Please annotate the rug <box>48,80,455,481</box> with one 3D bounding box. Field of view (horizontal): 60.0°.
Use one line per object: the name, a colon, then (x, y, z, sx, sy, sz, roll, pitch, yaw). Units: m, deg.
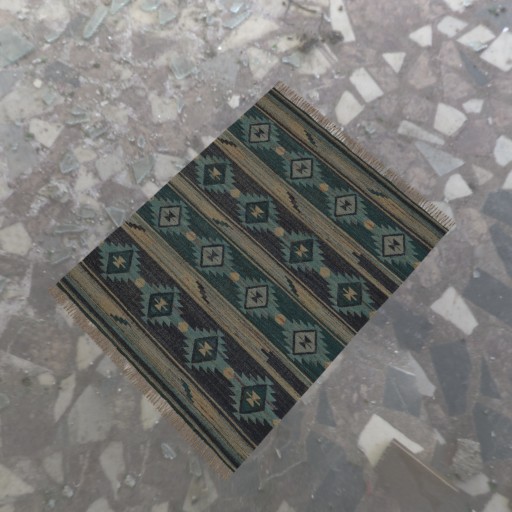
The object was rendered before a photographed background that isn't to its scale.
rug: (0.000, 0.000, 4.338, 2.418, 0.047, 3.307, 43, 78, 11)
